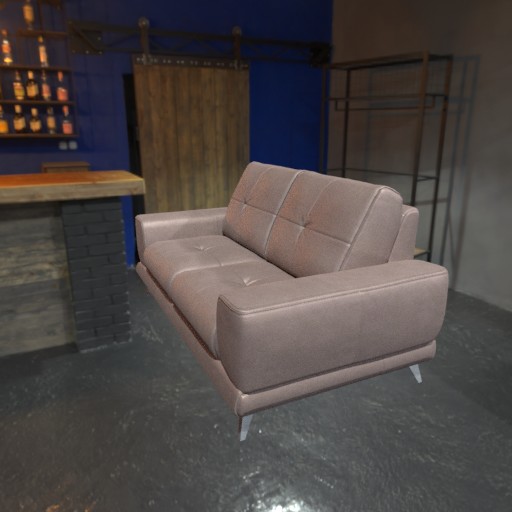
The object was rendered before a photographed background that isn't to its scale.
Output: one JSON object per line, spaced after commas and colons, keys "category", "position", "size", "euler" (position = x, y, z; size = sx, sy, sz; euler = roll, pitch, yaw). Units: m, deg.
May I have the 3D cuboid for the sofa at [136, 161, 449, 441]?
{"category": "sofa", "position": [0.000, 0.000, 2.451], "size": [1.018, 0.907, 1.806], "euler": [-8, 19, -24]}
